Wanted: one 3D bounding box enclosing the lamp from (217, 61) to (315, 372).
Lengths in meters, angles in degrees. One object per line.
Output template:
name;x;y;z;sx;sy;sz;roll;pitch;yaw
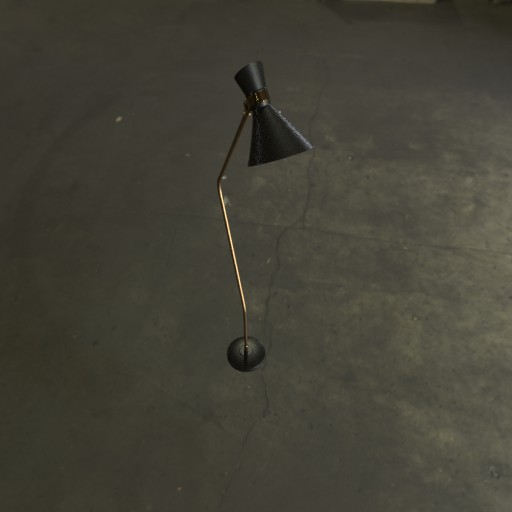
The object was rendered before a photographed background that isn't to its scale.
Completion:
lamp;0.000;0.000;1.612;0.277;1.438;0.467;-2;46;-2
